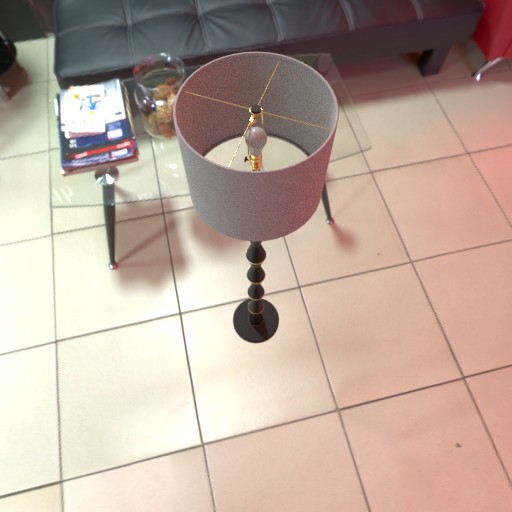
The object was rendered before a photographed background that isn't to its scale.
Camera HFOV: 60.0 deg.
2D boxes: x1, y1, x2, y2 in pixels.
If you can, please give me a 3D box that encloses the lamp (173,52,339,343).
[{"bbox_3d":[0.000,0.000,1.674,0.381,1.480,0.381,17,64,9],"label":"lamp"}]
